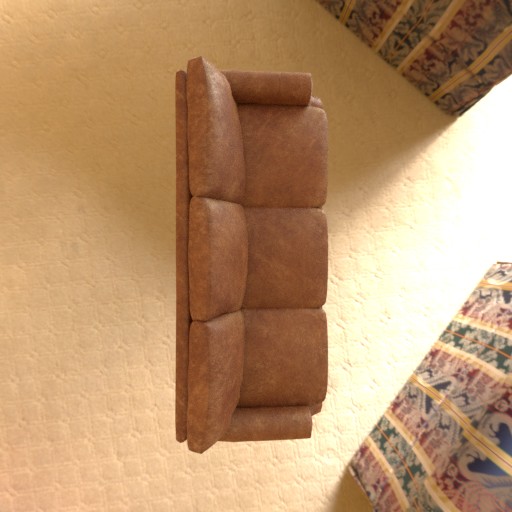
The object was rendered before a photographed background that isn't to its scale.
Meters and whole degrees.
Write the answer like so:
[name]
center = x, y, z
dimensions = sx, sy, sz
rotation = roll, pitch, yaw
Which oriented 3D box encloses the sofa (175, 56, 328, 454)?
[sofa]
center = 0.000, 0.000, 2.907
dimensions = 0.973, 0.977, 2.351
rotation = 0, 90, -2
